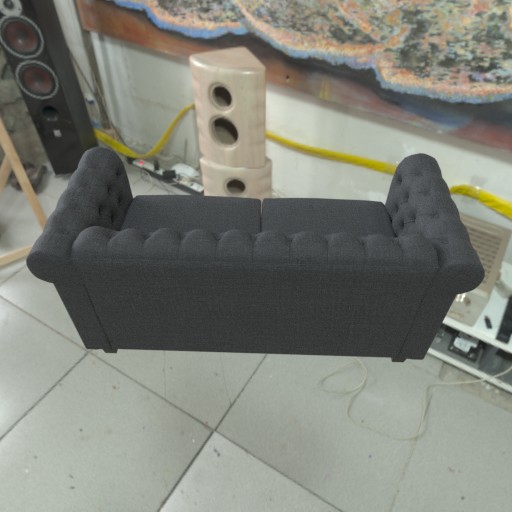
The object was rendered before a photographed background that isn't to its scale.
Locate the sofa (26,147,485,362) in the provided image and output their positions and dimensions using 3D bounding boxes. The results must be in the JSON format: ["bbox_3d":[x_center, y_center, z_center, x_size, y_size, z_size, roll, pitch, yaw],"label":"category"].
[{"bbox_3d":[0.000,0.000,2.215,1.798,0.797,0.783,1,46,1],"label":"sofa"}]
